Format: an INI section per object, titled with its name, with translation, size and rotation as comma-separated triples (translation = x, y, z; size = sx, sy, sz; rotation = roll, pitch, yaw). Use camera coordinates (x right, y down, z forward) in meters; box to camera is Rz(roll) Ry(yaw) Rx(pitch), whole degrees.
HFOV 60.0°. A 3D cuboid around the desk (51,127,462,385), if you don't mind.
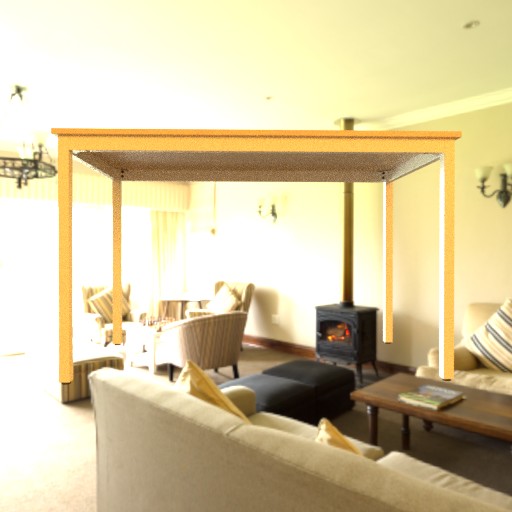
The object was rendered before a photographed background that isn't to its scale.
[desk]
translation = 0.000, 0.000, 1.596
size = 1.200, 0.750, 0.600
rotation = 0, 1, -2
